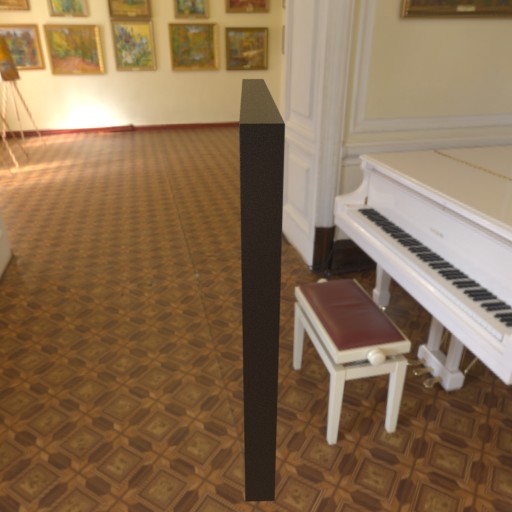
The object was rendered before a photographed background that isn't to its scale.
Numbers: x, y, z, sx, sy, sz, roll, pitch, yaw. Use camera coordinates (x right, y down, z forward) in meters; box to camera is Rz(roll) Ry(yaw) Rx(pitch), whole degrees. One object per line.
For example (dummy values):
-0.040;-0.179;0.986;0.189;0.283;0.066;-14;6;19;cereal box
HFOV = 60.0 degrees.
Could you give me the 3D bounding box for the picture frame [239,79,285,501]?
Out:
0.000;0.000;0.509;0.029;0.353;0.355;-1;26;-1;picture frame
